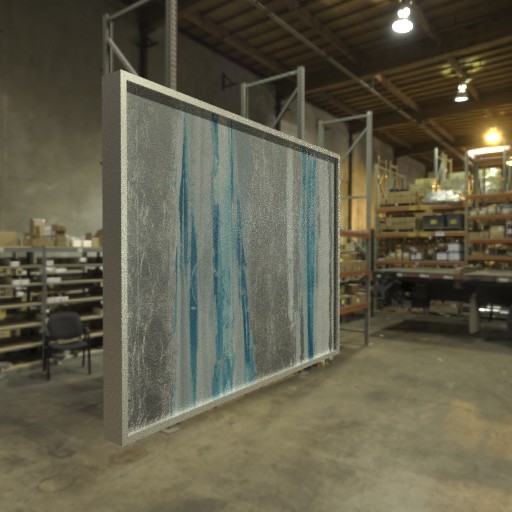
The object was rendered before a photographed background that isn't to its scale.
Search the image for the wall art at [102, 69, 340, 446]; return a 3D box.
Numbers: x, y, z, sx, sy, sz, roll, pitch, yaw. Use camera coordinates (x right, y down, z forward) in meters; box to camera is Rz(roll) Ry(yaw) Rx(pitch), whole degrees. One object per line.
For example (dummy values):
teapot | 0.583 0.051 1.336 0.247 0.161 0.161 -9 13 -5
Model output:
wall art | 0.000 0.000 1.387 0.066 0.801 1.056 1 1 36
